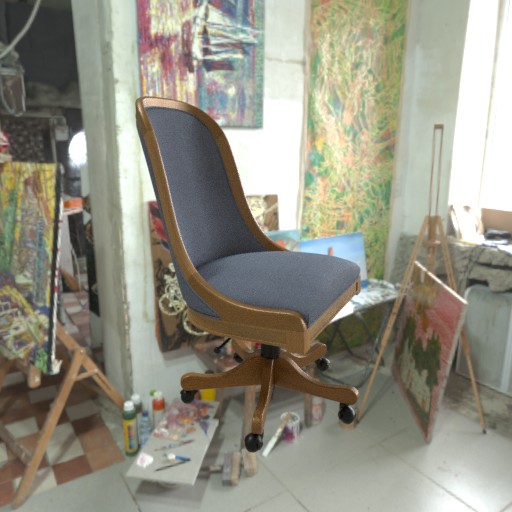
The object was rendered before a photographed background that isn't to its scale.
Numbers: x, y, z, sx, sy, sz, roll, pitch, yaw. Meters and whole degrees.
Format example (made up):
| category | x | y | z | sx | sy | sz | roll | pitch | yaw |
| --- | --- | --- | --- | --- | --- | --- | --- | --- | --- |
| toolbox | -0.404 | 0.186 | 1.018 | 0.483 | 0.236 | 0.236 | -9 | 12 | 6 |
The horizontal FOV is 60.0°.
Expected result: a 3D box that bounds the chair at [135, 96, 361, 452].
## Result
| category | x | y | z | sx | sy | sz | roll | pitch | yaw |
| --- | --- | --- | --- | --- | --- | --- | --- | --- | --- |
| chair | 0.000 | 0.000 | 1.478 | 0.735 | 1.031 | 0.605 | 7 | 16 | 26 |
